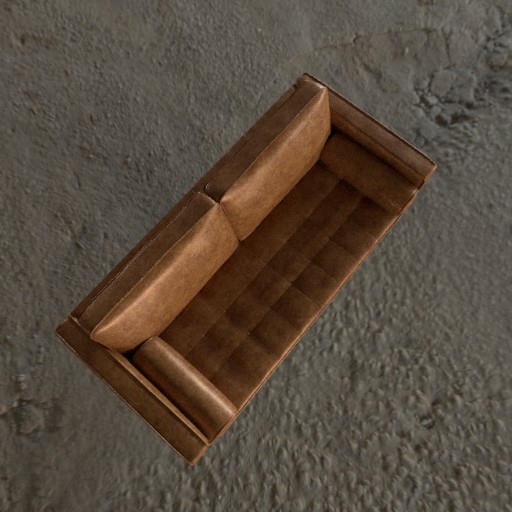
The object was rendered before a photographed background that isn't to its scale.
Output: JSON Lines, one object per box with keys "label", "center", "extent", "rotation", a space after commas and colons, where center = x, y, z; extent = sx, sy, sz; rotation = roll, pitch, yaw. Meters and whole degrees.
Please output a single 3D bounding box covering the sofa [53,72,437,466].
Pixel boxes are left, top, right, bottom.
{"label": "sofa", "center": [0.000, 0.000, 2.381], "extent": [0.924, 0.825, 1.920], "rotation": [39, 78, 10]}
